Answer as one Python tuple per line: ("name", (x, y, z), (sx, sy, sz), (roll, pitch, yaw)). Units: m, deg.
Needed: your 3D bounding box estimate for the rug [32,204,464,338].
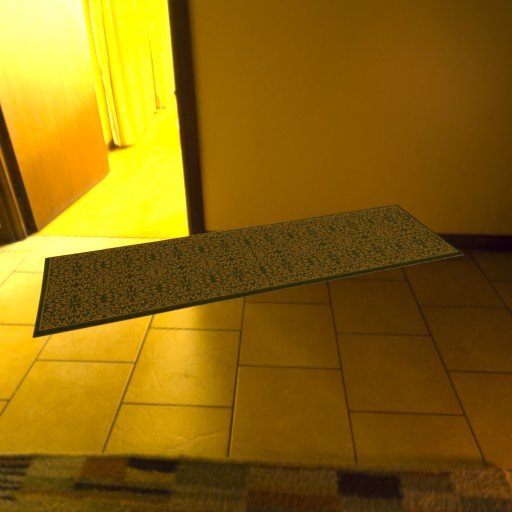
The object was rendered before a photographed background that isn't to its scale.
("rug", (0.000, 0.000, 2.423), (2.196, 0.011, 0.662), (-10, 34, -15))
